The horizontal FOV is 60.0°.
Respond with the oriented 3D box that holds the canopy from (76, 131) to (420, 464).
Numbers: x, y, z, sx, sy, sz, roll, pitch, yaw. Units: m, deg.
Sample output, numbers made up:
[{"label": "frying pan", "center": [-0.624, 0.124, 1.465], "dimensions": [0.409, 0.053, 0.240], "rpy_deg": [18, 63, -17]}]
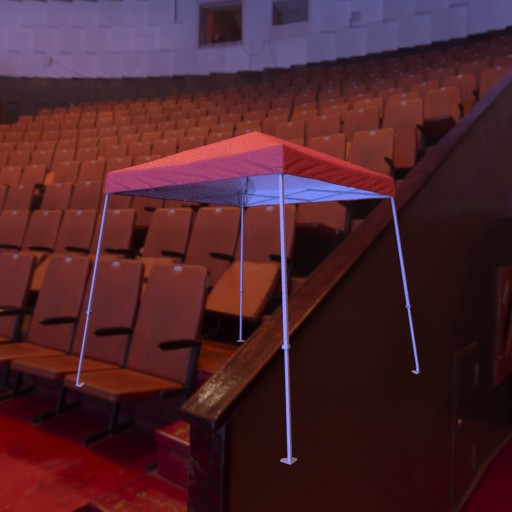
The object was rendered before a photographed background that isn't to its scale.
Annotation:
[{"label": "canopy", "center": [0.000, 0.000, 6.456], "dimensions": [3.599, 3.600, 3.600], "rpy_deg": [1, 2, 38]}]
